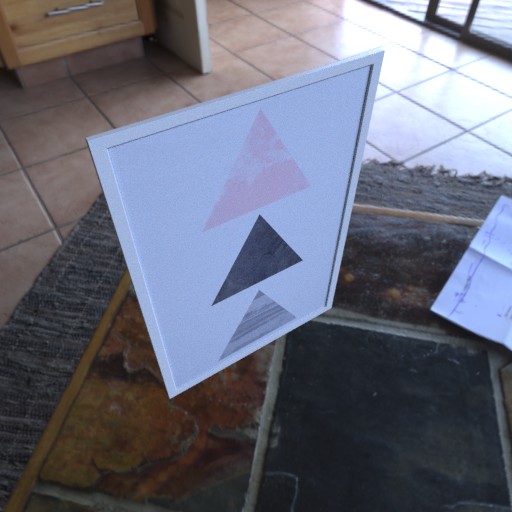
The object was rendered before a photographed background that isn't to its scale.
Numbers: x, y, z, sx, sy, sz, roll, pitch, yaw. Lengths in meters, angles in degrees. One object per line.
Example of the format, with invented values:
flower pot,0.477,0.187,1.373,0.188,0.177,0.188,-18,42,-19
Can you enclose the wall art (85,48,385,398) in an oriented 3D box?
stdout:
wall art,0.000,0.000,1.189,0.659,0.940,0.013,-25,52,-22
